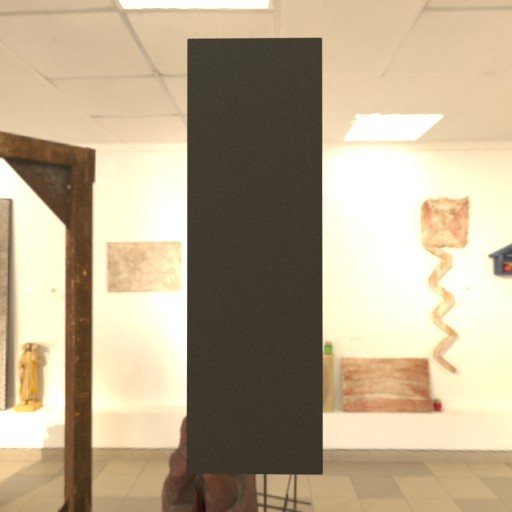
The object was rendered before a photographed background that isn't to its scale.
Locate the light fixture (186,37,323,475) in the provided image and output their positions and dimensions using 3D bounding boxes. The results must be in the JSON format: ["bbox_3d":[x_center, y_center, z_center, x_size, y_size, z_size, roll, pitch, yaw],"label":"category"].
[{"bbox_3d":[0.000,0.000,0.410,0.105,0.330,0.149,0,-1,1],"label":"light fixture"}]
